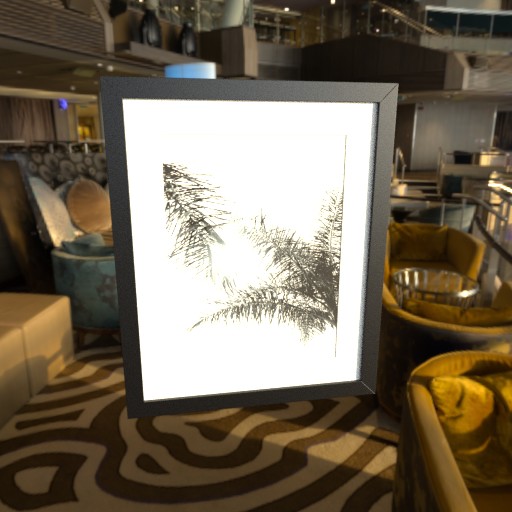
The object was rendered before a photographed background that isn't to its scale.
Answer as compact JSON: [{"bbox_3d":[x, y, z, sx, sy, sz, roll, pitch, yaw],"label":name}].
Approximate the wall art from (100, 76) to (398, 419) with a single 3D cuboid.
[{"bbox_3d":[0.000,0.000,0.752,0.457,0.557,0.028,-3,15,-10],"label":"wall art"}]
